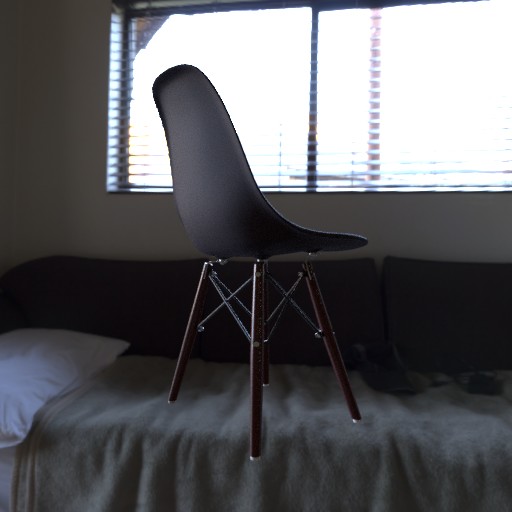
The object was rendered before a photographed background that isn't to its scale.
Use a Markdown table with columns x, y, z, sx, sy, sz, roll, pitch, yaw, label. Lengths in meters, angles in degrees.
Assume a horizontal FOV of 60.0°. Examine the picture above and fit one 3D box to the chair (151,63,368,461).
| x | y | z | sx | sy | sz | roll | pitch | yaw | label |
| --- | --- | --- | --- | --- | --- | --- | --- | --- | --- |
| 0.000 | 0.000 | 1.155 | 0.533 | 0.826 | 0.470 | 0 | 0 | -36 | chair |
